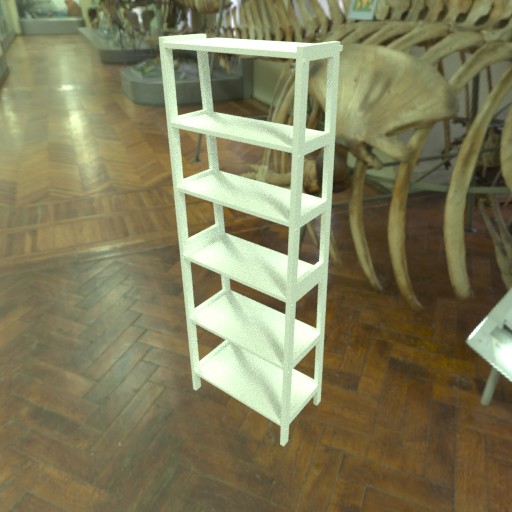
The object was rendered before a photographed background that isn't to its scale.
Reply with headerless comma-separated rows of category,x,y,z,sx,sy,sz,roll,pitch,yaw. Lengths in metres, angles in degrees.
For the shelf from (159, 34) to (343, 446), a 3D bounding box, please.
shelf,0.000,0.000,2.139,0.660,1.892,0.381,21,36,32
